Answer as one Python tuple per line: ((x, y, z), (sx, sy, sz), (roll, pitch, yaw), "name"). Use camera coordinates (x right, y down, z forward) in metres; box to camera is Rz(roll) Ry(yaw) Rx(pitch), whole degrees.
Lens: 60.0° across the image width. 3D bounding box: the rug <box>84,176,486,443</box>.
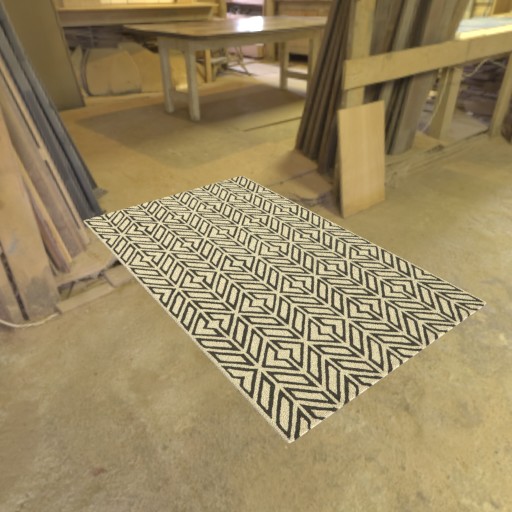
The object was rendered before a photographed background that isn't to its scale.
((0.000, 0.000, 3.003), (1.523, 0.008, 2.438), (-22, 38, -31), "rug")
